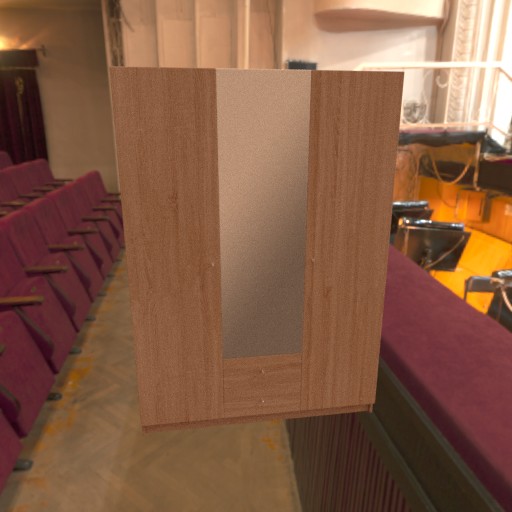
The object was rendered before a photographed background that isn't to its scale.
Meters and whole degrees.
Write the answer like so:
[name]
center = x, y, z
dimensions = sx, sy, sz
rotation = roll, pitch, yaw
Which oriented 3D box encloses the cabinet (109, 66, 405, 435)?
[cabinet]
center = 0.000, 0.000, 2.785
dimensions = 1.500, 2.120, 0.590
rotation = -3, 17, -8
